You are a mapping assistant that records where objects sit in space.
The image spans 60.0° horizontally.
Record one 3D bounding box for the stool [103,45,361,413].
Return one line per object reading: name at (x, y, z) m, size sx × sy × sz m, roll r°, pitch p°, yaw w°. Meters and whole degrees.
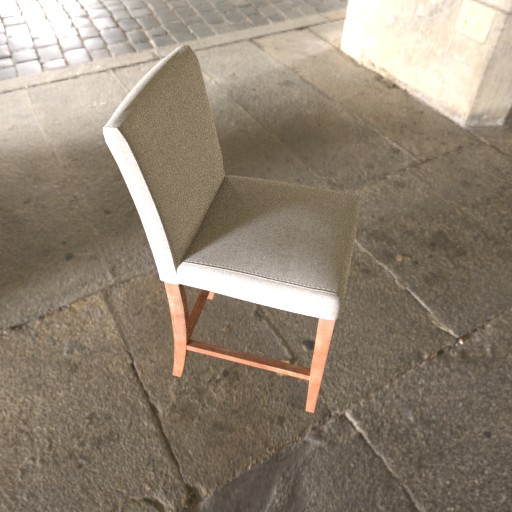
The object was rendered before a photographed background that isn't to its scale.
stool at (0.000, 0.000, 1.386) m, size 0.570 × 1.088 × 0.439 m, roll 11°, pitch 49°, yaw 10°
